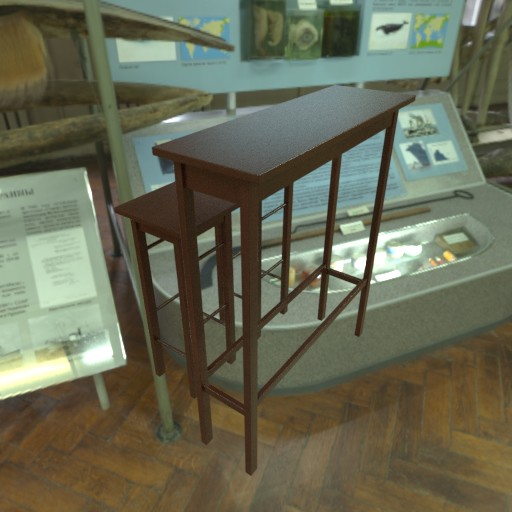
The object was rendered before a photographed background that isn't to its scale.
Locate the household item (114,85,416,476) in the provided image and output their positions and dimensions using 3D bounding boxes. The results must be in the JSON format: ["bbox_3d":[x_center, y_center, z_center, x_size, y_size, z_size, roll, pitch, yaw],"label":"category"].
[{"bbox_3d":[0.000,0.000,1.632,0.676,1.067,0.914,21,37,30],"label":"household item"}]
